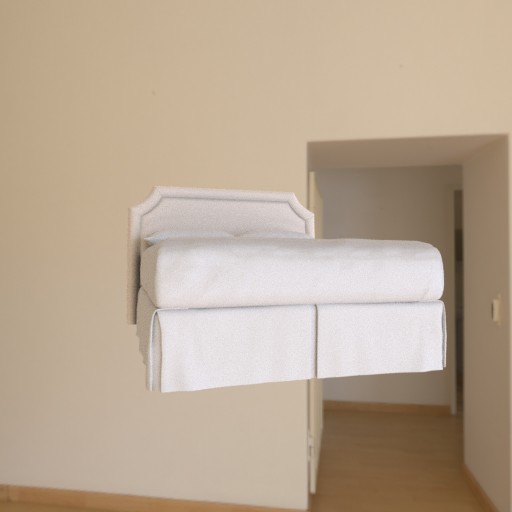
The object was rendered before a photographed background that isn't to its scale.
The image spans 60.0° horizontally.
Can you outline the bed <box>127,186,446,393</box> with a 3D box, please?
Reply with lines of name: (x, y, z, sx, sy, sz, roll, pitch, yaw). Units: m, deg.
bed: (0.000, 0.000, 3.270, 1.828, 1.297, 2.164, 0, -1, -16)
